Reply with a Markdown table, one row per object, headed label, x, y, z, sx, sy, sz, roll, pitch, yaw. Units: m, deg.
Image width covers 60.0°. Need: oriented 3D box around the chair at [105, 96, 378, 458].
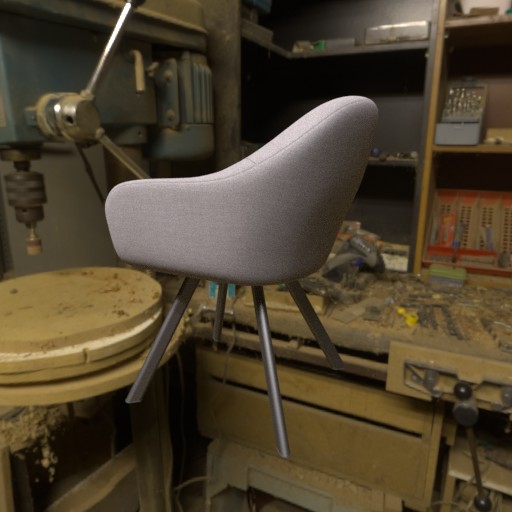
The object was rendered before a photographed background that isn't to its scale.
| label | x | y | z | sx | sy | sz | roll | pitch | yaw |
| --- | --- | --- | --- | --- | --- | --- | --- | --- | --- |
| chair | 0.000 | 0.000 | 1.174 | 0.570 | 0.780 | 0.540 | 8 | 17 | 26 |
